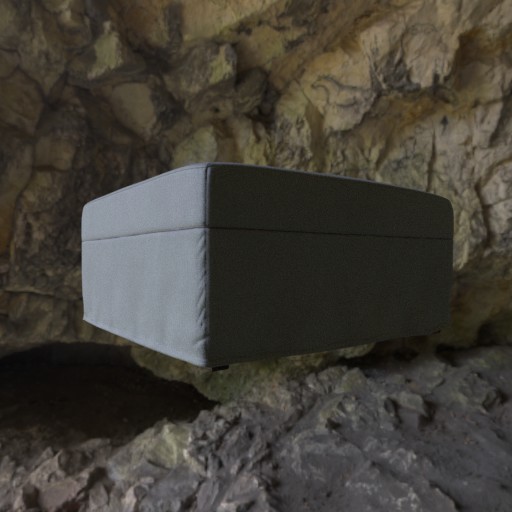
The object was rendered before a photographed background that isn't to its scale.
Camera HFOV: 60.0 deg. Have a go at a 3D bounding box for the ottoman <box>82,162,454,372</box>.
[{"bbox_3d":[0.000,0.000,1.356,0.842,0.441,0.843,0,-1,-36],"label":"ottoman"}]
